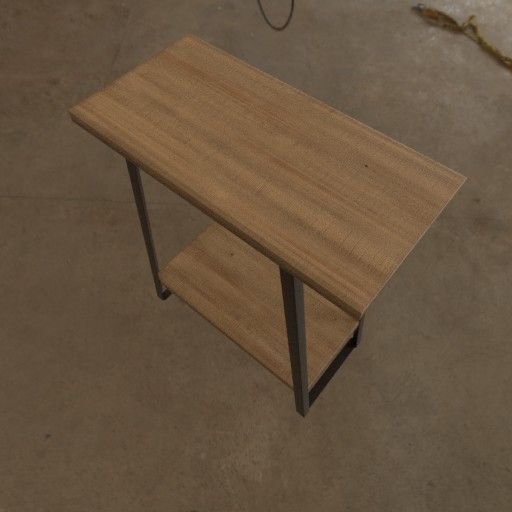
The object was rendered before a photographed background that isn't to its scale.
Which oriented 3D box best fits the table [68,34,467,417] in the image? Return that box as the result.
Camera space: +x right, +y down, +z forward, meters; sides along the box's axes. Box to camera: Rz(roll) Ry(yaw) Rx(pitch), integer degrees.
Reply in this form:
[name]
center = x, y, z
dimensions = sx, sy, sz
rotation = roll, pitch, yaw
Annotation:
[table]
center = 0.000, 0.000, 1.021
dimensions = 0.599, 0.701, 0.300
rotation = 35, 64, 20
